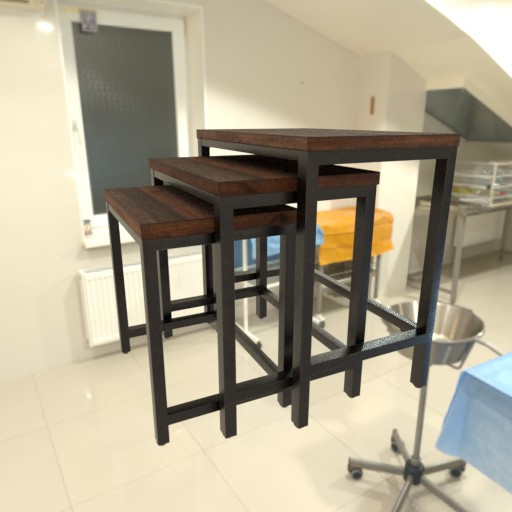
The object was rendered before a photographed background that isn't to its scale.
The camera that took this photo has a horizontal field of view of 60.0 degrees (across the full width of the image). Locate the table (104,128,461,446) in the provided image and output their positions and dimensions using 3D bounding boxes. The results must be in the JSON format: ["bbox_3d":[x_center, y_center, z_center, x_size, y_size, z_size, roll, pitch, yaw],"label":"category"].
[{"bbox_3d":[0.000,0.000,1.142,0.660,0.616,0.608,-8,19,-25],"label":"table"}]
